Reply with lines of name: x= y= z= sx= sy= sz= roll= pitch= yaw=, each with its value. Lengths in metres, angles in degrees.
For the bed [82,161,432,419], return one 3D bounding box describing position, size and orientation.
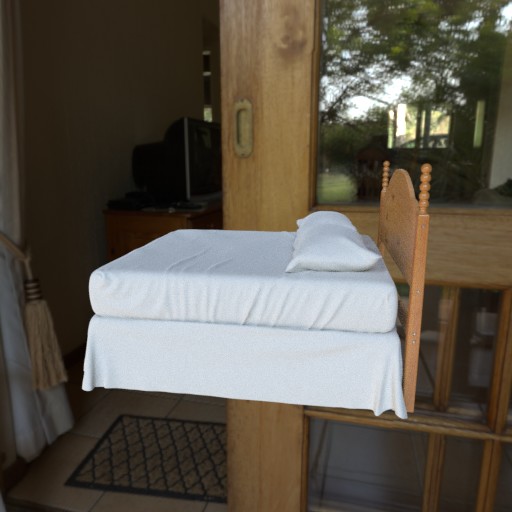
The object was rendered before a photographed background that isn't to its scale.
bed: x=0.000 y=0.000 z=3.256 sx=2.040 sy=1.356 sz=1.873 roll=2 pitch=13 yaw=9
